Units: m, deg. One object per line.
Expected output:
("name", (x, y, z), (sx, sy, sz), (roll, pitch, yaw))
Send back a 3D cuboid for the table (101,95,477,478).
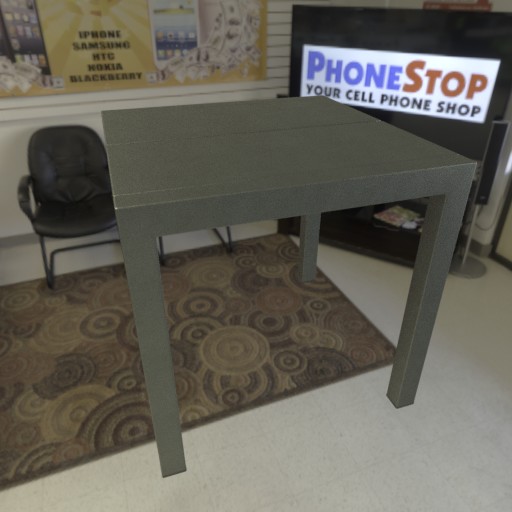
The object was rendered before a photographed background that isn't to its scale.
("table", (0.000, 0.000, 0.907), (0.508, 0.508, 0.508), (-10, 32, -16))
